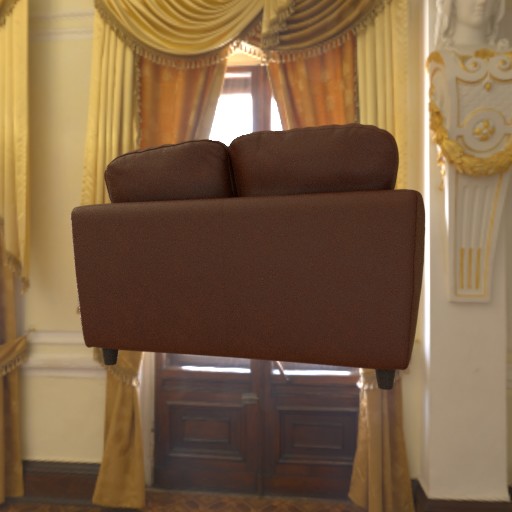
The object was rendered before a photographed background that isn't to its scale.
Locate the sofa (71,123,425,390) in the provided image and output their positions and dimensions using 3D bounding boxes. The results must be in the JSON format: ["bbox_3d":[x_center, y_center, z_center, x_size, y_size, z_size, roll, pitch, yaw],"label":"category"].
[{"bbox_3d":[0.000,0.000,1.955,1.406,0.906,0.805,0,-1,18],"label":"sofa"}]
